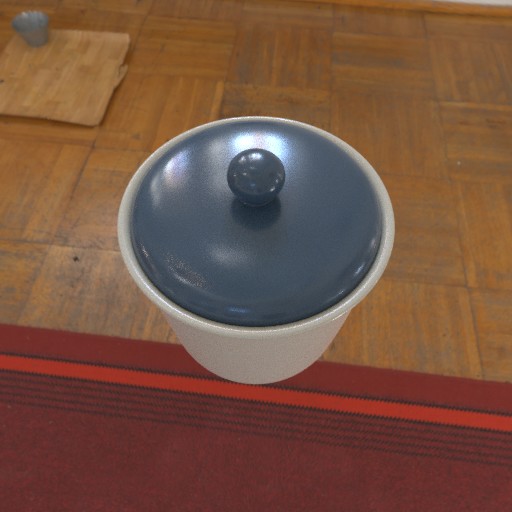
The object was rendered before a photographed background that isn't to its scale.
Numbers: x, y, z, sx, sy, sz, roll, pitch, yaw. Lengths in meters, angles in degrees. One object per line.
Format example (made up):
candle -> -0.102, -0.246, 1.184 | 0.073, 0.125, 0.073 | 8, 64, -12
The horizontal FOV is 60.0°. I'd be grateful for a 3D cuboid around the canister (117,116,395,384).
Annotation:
canister -> 0.000, 0.000, 0.343 | 0.182, 0.208, 0.182 | 0, 58, 0
